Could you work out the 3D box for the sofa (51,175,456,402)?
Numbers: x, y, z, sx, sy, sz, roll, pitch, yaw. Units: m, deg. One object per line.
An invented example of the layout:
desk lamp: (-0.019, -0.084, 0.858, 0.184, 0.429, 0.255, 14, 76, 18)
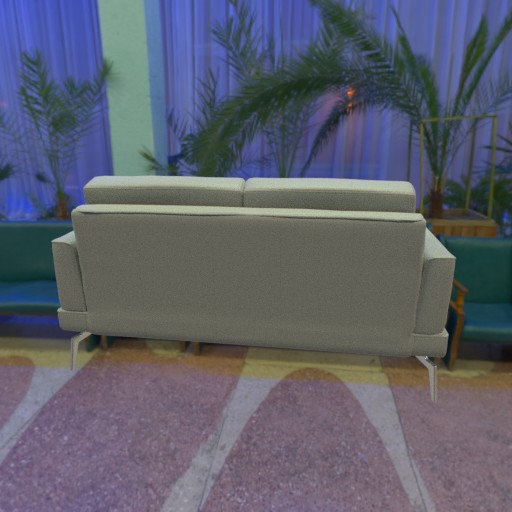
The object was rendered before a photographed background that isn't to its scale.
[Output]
sofa: (0.000, 0.000, 2.430, 1.819, 0.930, 1.121, 2, 17, 8)
